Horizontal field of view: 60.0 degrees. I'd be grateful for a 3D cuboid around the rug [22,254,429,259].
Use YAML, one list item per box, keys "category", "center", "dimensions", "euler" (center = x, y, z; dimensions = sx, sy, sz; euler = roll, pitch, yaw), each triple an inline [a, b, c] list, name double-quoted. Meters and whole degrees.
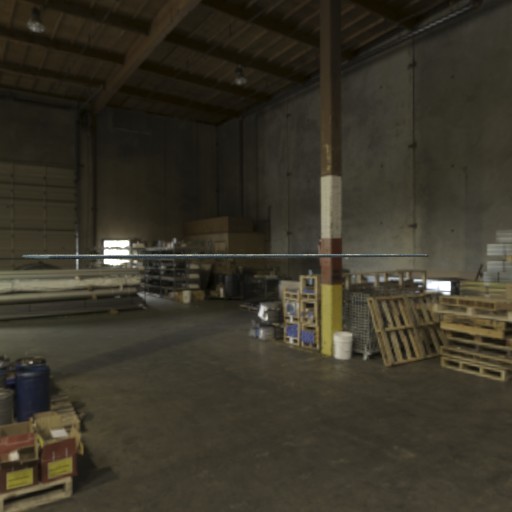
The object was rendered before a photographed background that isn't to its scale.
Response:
- category: "rug"
  center: [0.000, 0.000, 2.506]
  dimensions: [2.276, 0.014, 0.678]
  euler: [0, 0, -35]
